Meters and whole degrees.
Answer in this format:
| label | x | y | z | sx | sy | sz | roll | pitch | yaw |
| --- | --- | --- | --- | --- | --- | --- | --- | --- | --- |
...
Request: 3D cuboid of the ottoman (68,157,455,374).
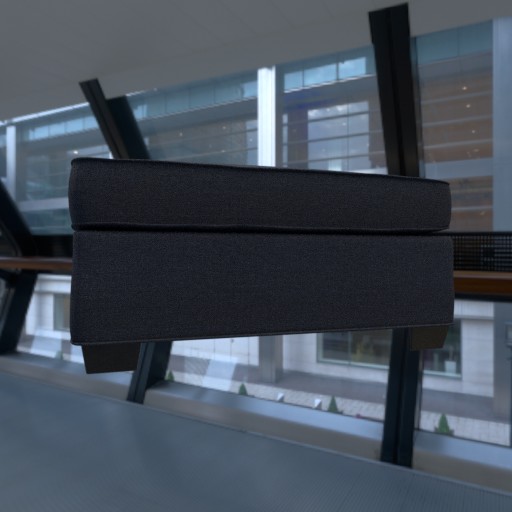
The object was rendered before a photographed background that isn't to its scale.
| label | x | y | z | sx | sy | sz | roll | pitch | yaw |
| --- | --- | --- | --- | --- | --- | --- | --- | --- | --- |
| ottoman | 0.000 | 0.000 | 1.182 | 0.895 | 0.453 | 0.505 | 0 | 0 | -17 |
